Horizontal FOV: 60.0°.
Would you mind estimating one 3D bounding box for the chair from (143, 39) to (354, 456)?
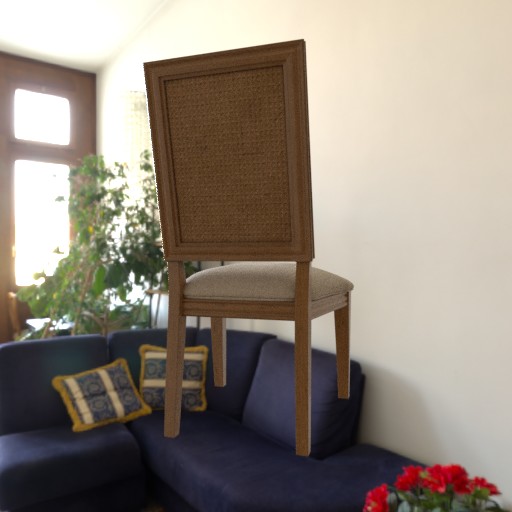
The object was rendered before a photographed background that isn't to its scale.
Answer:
[{"bbox_3d":[0.000,0.000,1.346,0.536,0.988,0.601,0,0,17],"label":"chair"}]
